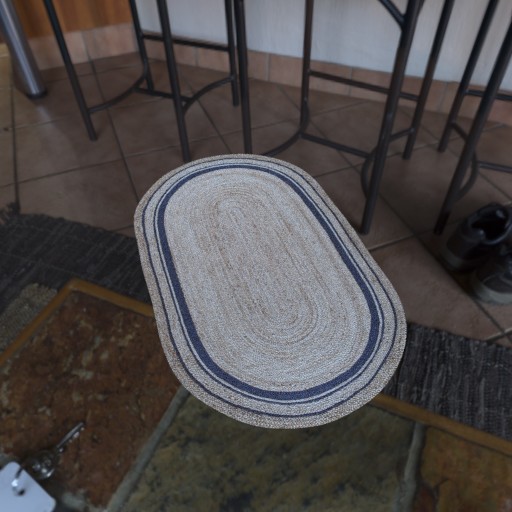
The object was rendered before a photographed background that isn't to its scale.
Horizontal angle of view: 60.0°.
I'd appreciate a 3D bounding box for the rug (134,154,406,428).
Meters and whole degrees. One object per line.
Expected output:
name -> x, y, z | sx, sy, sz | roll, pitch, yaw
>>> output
rug -> 0.000, 0.000, 3.068 | 1.520, 0.006, 2.432 | -15, 50, -13
